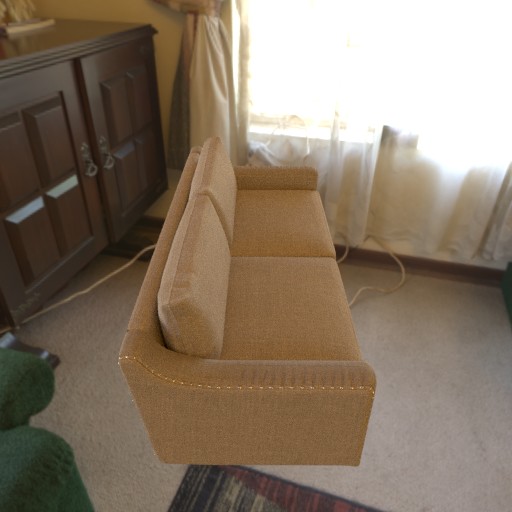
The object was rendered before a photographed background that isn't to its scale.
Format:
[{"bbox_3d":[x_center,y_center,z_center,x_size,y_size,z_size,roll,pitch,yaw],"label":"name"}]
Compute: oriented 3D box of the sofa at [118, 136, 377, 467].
[{"bbox_3d":[0.000,0.000,2.662,1.000,0.857,2.208,0,34,0],"label":"sofa"}]
